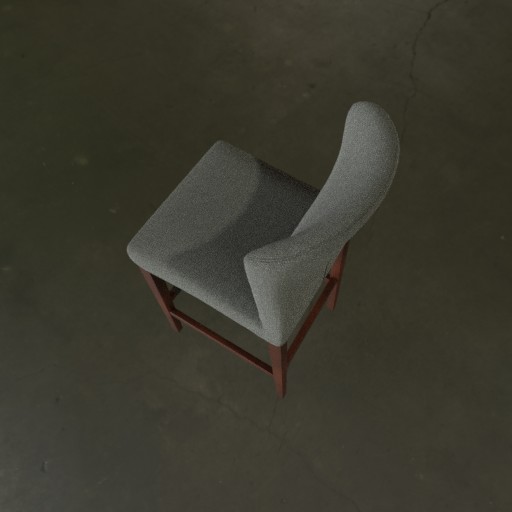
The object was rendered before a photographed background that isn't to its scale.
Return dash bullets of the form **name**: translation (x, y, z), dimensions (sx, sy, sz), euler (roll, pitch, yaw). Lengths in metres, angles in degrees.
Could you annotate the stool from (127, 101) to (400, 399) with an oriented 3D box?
- **stool**: translation (0.000, 0.000, 1.352), dimensions (0.568, 1.069, 0.486), euler (28, 65, 14)
